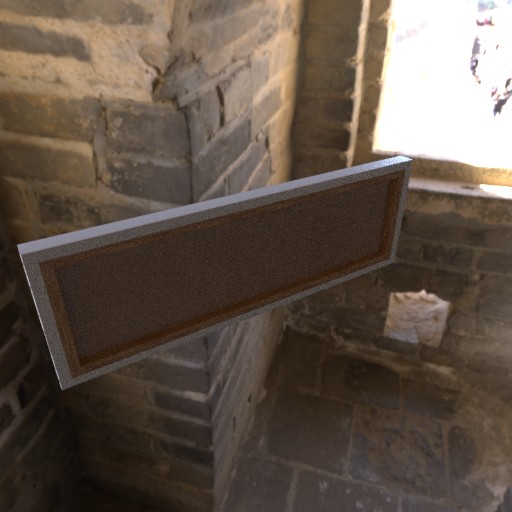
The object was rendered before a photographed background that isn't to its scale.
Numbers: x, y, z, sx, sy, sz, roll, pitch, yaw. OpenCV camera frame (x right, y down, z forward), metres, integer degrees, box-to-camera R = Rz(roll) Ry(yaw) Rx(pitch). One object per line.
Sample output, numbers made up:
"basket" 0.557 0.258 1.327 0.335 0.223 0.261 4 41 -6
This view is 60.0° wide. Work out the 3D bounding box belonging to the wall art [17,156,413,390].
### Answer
"wall art" 0.000 0.000 0.847 0.766 0.256 0.036 -17 34 -27
